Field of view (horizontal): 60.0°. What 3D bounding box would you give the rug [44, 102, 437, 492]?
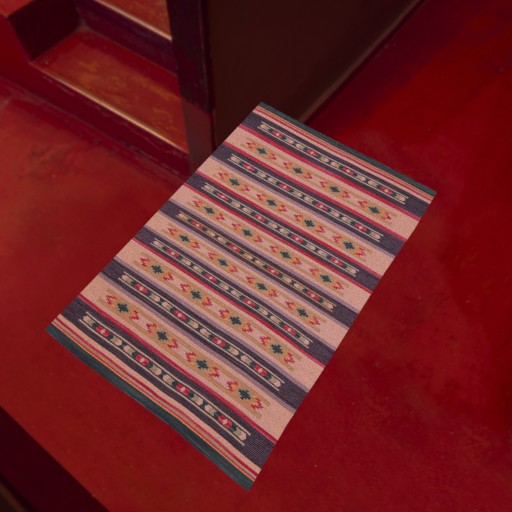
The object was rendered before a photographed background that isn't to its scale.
[{"bbox_3d":[0.000,0.000,2.914,1.522,0.010,2.311,32,67,15],"label":"rug"}]
